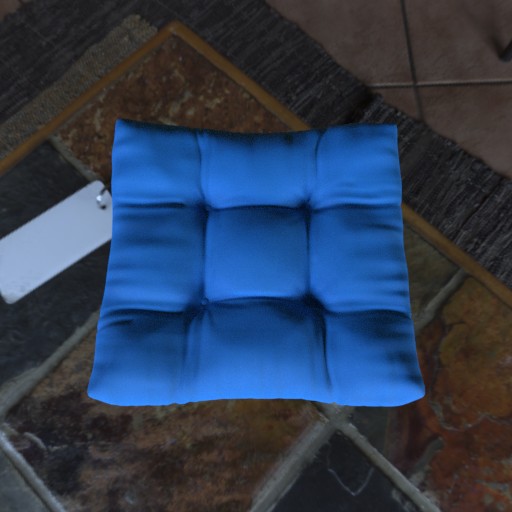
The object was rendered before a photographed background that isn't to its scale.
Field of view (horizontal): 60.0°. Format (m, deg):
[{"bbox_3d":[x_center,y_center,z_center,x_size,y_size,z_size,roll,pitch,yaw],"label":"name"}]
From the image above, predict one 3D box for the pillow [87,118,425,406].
[{"bbox_3d":[0.000,0.000,0.728,0.490,0.128,0.468,0,75,0],"label":"pillow"}]
